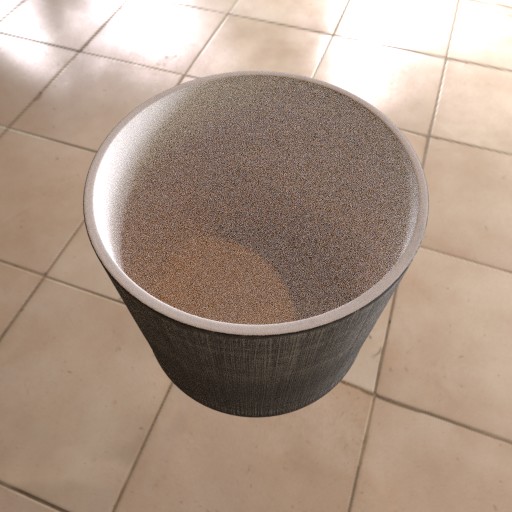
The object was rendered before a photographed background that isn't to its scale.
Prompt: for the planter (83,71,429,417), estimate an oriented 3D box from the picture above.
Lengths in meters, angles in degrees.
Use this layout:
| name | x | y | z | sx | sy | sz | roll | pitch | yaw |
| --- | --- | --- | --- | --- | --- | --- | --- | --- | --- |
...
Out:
| name | x | y | z | sx | sy | sz | roll | pitch | yaw |
| --- | --- | --- | --- | --- | --- | --- | --- | --- | --- |
| planter | 0.000 | 0.000 | 0.299 | 0.178 | 0.157 | 0.178 | 0 | 58 | 0 |
